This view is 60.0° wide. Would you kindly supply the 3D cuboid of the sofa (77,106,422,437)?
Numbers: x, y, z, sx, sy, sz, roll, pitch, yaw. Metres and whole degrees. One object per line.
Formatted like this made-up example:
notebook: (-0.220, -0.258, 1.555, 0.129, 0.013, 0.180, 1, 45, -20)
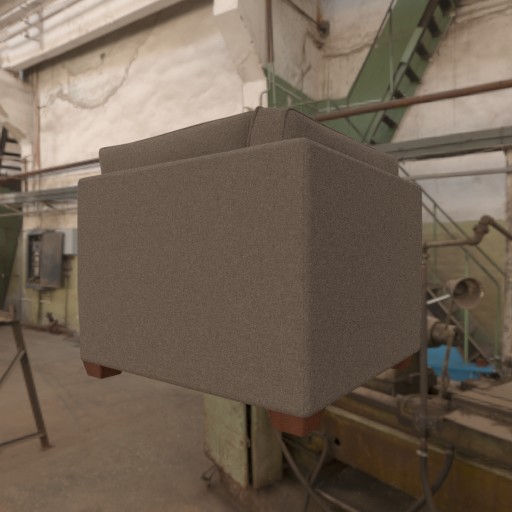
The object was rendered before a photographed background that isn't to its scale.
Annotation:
sofa: (0.000, 0.000, 1.954, 1.146, 1.002, 1.084, 0, 0, 37)
